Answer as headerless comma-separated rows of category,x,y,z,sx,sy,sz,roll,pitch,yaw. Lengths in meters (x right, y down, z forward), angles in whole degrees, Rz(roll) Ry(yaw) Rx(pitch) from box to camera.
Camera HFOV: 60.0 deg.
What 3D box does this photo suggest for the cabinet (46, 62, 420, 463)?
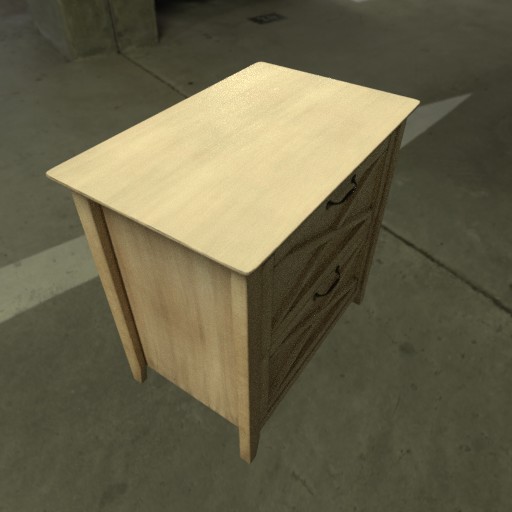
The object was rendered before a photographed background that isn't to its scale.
cabinet,0.000,0.000,1.262,0.503,0.762,0.763,25,48,25
